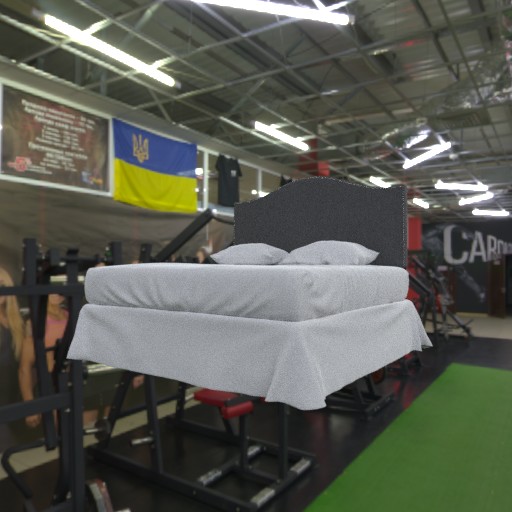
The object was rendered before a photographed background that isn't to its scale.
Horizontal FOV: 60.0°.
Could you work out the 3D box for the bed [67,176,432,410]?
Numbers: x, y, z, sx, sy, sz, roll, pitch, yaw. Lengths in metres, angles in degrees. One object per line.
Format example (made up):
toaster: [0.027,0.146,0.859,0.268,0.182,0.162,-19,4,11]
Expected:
bed: [0.000,0.000,3.738,2.314,1.651,2.219,-1,-1,36]
